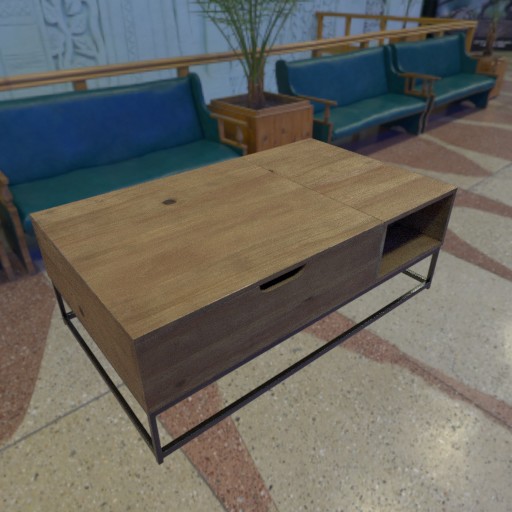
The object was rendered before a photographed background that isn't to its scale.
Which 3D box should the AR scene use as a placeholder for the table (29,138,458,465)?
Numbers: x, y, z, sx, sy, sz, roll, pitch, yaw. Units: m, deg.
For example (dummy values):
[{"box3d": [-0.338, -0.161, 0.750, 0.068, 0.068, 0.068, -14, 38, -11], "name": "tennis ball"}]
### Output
[{"box3d": [0.000, 0.000, 1.417, 1.101, 0.395, 0.655, -23, 39, -32], "name": "table"}]
